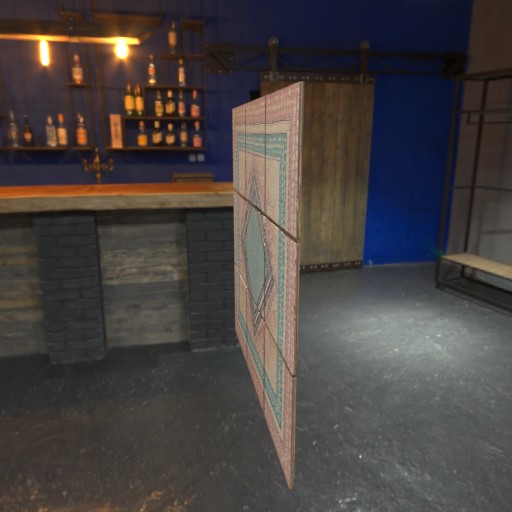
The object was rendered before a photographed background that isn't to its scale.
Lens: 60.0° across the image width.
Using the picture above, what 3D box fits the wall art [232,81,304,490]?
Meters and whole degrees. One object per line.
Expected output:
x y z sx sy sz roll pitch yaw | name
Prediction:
0.000 0.000 1.824 0.013 1.213 1.215 -3 16 -10 | wall art
